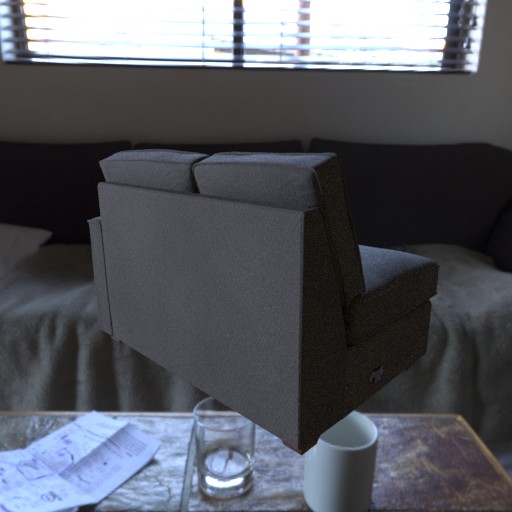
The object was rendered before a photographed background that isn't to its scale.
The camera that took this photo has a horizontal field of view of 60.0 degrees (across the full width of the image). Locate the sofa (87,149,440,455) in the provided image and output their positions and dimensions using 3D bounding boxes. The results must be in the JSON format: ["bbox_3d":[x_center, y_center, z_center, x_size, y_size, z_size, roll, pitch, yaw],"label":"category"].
[{"bbox_3d":[0.000,0.000,2.088,1.388,0.989,0.991,14,20,43],"label":"sofa"}]
